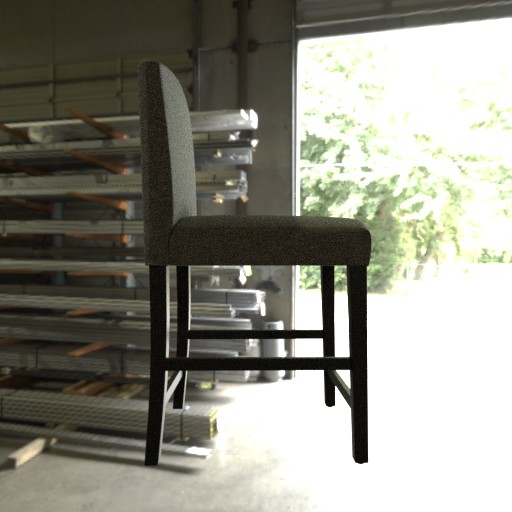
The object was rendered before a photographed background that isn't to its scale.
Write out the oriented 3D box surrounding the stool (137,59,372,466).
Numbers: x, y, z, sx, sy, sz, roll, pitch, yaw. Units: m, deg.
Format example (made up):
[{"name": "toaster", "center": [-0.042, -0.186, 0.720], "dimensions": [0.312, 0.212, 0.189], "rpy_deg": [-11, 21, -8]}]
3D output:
[{"name": "stool", "center": [0.000, 0.000, 1.227], "dimensions": [0.552, 0.966, 0.451], "rpy_deg": [0, 0, -1]}]
